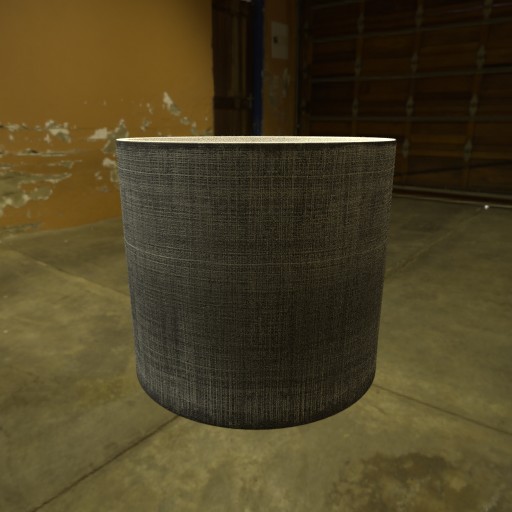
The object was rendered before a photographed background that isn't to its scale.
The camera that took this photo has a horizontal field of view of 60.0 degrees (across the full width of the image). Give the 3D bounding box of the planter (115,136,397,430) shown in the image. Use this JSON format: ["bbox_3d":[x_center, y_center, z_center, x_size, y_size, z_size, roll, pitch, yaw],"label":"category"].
[{"bbox_3d":[0.000,0.000,0.392,0.221,0.201,0.221,0,16,0],"label":"planter"}]
